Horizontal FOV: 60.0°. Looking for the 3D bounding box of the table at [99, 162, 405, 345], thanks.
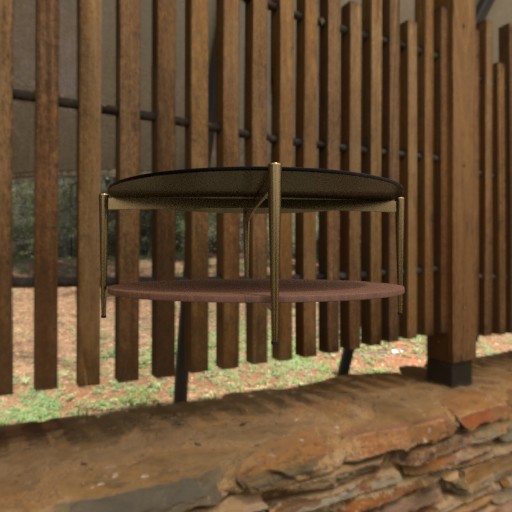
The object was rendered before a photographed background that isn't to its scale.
[{"bbox_3d":[0.000,0.000,1.476,0.938,0.400,0.938,0,-1,-35],"label":"table"}]
